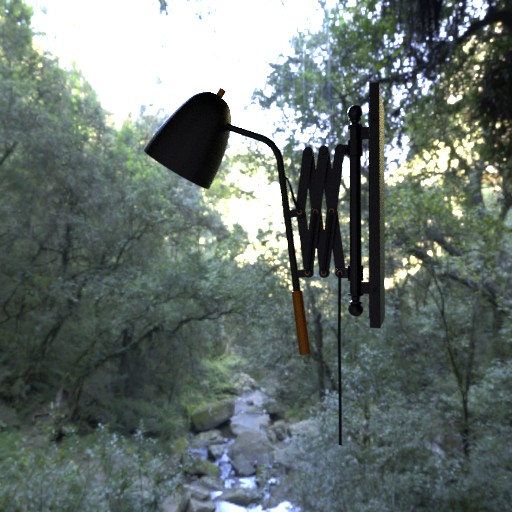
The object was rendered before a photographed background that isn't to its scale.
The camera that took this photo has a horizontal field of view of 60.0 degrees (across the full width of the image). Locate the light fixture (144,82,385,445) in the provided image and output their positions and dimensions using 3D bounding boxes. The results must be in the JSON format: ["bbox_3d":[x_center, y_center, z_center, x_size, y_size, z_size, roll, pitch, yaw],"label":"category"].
[{"bbox_3d":[0.000,0.000,0.908,0.499,0.715,0.162,0,-1,19],"label":"light fixture"}]
